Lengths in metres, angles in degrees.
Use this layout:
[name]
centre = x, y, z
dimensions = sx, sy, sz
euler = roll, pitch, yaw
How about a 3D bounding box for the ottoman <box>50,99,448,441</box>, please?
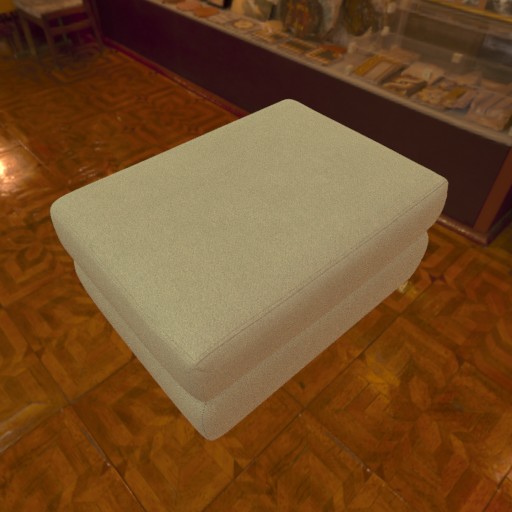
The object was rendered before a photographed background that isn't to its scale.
[ottoman]
centre = 0.000, 0.000, 1.147
dimensions = 0.773, 0.499, 0.569
euler = -32, 54, -27
